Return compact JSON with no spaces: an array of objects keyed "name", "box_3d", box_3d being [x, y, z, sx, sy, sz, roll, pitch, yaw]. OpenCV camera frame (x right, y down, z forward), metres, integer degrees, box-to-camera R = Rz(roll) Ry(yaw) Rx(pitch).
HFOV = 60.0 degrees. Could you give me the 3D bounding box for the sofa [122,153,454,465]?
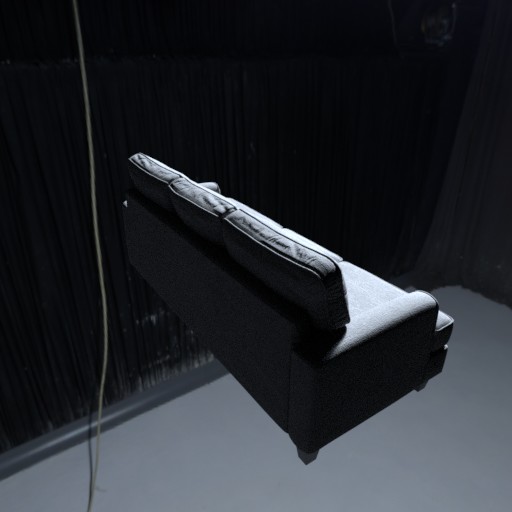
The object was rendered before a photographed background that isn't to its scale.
[{"name":"sofa","box_3d":[0.000,0.000,2.702,0.951,0.965,2.158,-17,32,-30]}]
